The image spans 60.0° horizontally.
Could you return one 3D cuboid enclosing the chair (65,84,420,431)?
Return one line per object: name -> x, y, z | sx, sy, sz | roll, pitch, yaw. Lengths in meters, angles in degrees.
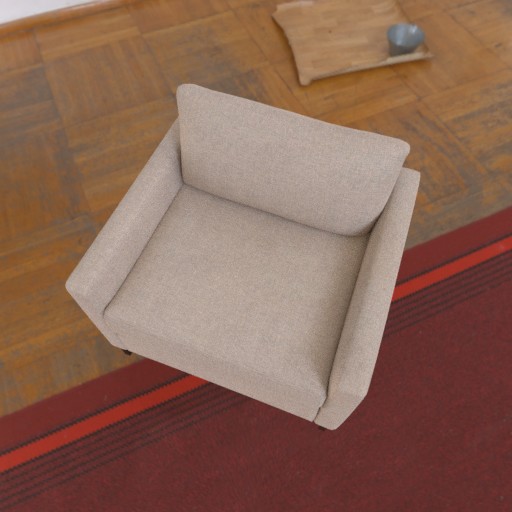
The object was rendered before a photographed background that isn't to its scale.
chair -> 0.000, 0.000, 1.610 | 0.963, 0.861, 0.866 | 18, 60, 11
